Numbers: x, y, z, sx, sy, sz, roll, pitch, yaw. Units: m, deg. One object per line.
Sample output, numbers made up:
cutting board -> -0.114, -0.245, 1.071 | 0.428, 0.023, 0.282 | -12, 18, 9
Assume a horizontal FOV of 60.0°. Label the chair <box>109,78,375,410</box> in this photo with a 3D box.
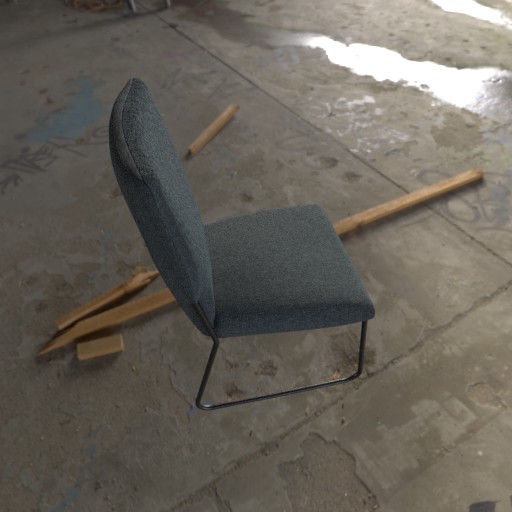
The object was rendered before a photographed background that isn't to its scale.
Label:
chair -> 0.000, 0.000, 1.285 | 0.635, 0.931, 0.480 | -9, 47, -9
